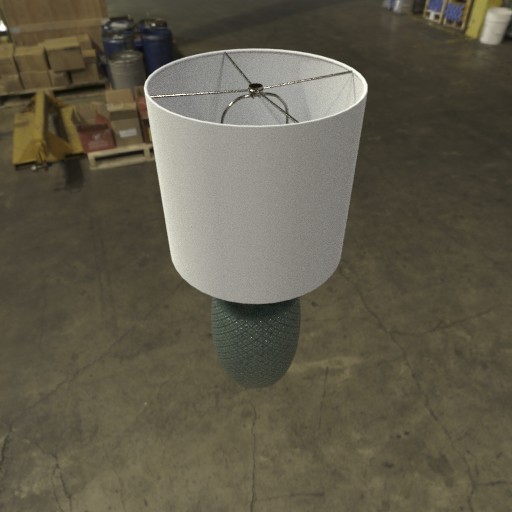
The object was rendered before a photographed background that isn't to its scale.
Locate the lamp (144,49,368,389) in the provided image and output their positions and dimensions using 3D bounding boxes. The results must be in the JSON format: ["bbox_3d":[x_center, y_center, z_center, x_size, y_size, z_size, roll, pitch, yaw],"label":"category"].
[{"bbox_3d":[0.000,0.000,0.582,0.217,0.453,0.217,-13,42,-15],"label":"lamp"}]
